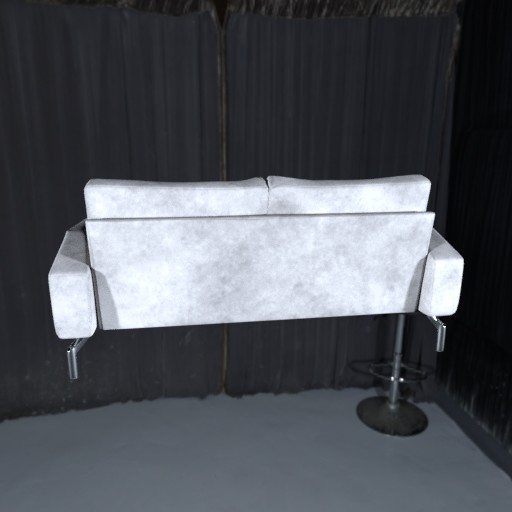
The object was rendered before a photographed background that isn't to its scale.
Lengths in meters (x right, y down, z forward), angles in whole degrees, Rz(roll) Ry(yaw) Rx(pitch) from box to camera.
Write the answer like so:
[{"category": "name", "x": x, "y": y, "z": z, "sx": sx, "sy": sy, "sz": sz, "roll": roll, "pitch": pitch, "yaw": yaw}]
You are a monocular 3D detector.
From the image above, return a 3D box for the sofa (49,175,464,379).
[{"category": "sofa", "x": 0.000, "y": 0.000, "z": 2.333, "sx": 1.837, "sy": 0.859, "sz": 0.849, "roll": -2, "pitch": 14, "yaw": -9}]
